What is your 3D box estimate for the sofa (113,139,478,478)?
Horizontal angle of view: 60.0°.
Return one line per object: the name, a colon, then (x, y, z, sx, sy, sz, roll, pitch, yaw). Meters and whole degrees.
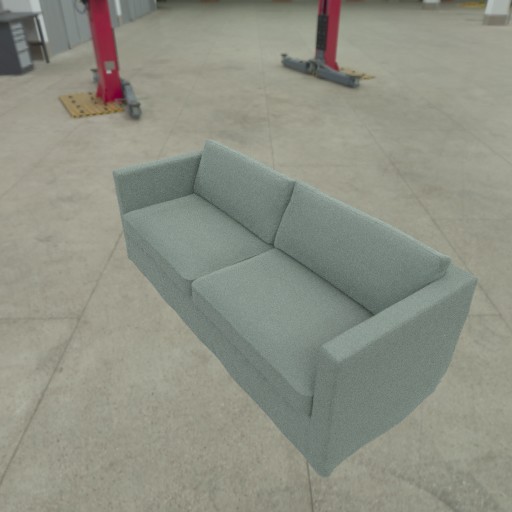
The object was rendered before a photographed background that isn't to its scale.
sofa: (0.000, 0.000, 2.767, 0.962, 0.853, 2.312, -22, 39, -29)
